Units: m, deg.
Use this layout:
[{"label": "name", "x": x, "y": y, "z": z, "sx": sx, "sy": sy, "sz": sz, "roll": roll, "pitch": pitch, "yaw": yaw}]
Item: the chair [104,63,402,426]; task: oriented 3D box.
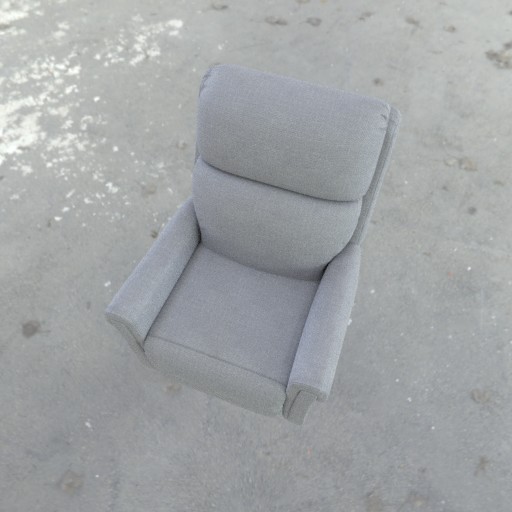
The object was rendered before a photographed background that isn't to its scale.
[{"label": "chair", "x": 0.000, "y": 0.000, "z": 1.770, "sx": 0.838, "sy": 1.054, "sz": 1.014, "roll": 18, "pitch": 60, "yaw": 11}]
